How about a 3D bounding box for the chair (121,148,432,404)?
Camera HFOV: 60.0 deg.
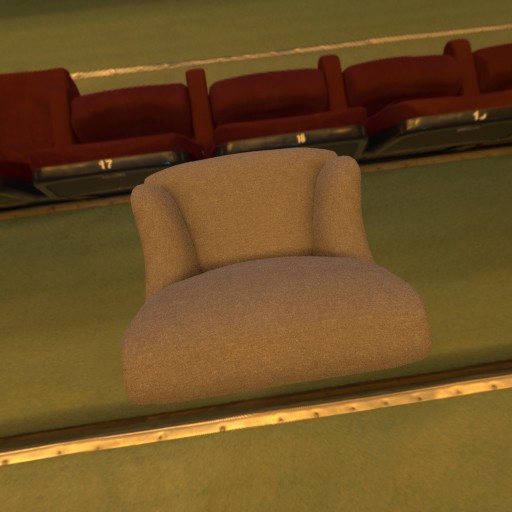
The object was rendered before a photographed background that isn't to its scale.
[{"bbox_3d":[0.000,0.000,1.525,0.766,0.942,0.843,-8,76,-2],"label":"chair"}]
